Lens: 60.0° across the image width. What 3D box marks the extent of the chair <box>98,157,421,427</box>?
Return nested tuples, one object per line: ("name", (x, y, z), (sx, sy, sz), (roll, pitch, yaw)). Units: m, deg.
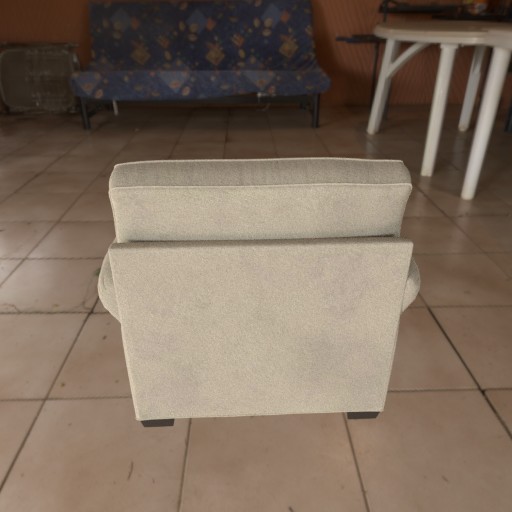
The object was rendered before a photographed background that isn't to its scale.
("chair", (0.000, 0.000, 1.916), (1.147, 1.044, 0.939), (-1, 29, -2))
